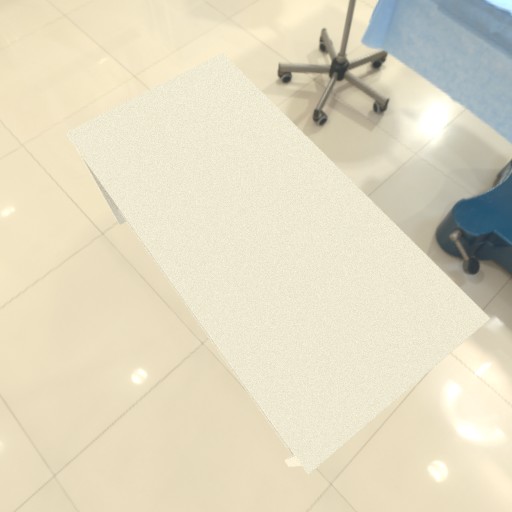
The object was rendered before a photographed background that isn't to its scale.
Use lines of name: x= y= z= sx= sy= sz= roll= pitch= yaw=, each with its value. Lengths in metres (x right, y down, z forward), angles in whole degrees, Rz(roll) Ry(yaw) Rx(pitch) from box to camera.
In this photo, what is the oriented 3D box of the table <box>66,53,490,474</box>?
table: x=0.000 y=0.000 z=1.249 sx=0.500 sy=0.441 sz=1.000 roll=-34 pitch=69 yaw=-15
